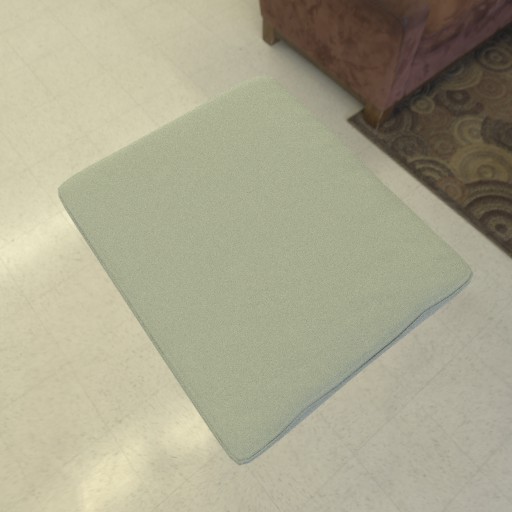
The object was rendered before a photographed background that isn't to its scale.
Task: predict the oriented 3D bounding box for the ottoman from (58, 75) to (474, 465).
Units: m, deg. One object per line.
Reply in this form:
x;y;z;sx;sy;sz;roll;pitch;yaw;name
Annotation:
0.000;0.000;1.473;0.842;0.494;0.991;-34;69;-15;ottoman
